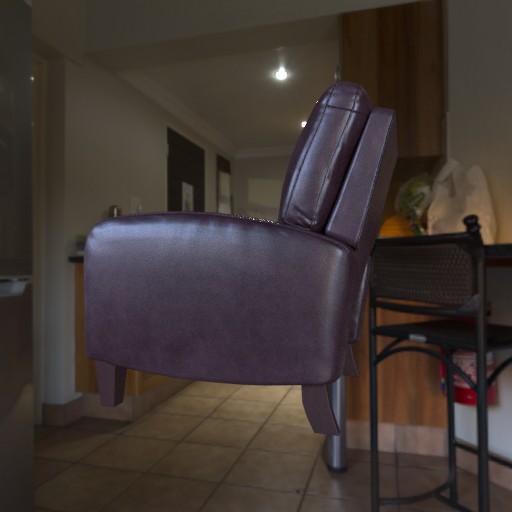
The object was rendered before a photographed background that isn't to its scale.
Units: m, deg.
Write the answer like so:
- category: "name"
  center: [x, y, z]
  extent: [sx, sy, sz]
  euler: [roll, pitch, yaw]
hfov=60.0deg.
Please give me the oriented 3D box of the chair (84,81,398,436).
- category: "chair"
  center: [0.000, 0.000, 1.636]
  extent: [0.990, 0.990, 0.762]
  euler: [0, 0, 18]
